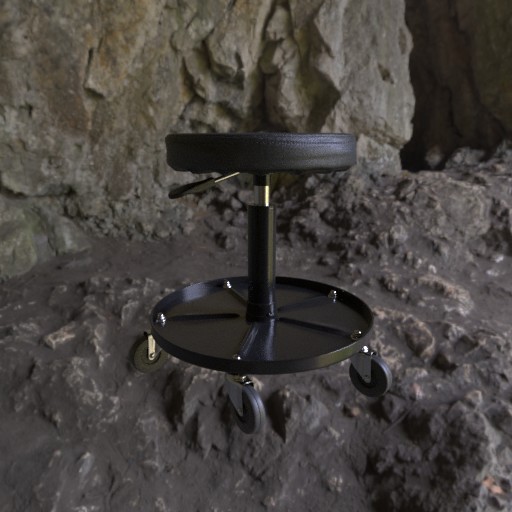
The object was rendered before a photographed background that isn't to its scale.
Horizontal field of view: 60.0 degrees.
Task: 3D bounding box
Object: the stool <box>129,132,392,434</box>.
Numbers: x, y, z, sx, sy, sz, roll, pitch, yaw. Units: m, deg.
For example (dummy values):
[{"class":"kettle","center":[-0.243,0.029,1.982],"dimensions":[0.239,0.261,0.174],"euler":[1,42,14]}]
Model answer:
[{"class":"stool","center":[0.000,0.000,0.685],"dimensions":[0.382,0.365,0.381],"euler":[-8,17,-27]}]
